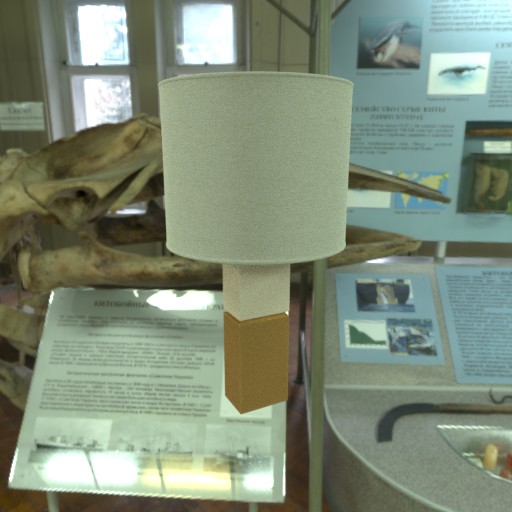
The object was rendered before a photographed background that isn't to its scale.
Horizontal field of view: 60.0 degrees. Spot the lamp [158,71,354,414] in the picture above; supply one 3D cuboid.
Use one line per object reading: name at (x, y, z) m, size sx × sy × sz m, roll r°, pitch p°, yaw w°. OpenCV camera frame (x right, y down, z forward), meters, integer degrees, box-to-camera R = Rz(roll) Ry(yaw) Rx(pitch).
lamp at (0.000, 0.000, 0.581) m, size 0.229 × 0.417 × 0.229 m, roll -7°, pitch 16°, yaw -27°
